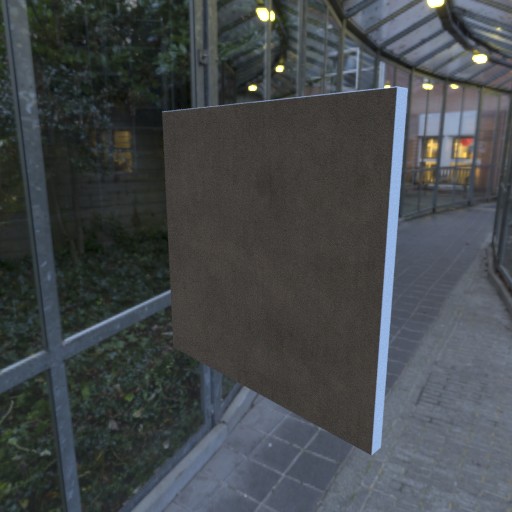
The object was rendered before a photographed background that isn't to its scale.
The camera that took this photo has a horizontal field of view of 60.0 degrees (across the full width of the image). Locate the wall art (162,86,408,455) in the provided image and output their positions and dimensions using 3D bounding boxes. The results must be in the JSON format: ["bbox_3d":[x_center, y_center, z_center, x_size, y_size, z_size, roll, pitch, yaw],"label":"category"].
[{"bbox_3d":[0.000,0.000,0.691,0.023,0.453,0.455,-13,19,-43],"label":"wall art"}]
